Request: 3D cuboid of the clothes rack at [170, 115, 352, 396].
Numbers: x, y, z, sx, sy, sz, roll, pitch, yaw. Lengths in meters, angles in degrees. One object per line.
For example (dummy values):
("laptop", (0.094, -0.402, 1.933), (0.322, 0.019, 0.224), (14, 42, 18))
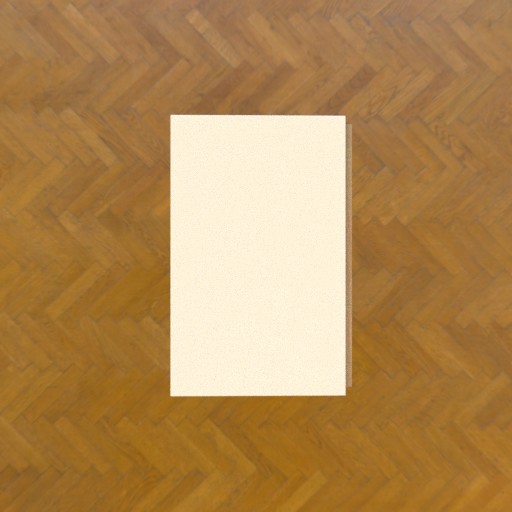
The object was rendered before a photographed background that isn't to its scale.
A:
("clothes rack", (0.000, 0.000, 1.382), (0.331, 1.187, 0.500), (0, 90, -1))
